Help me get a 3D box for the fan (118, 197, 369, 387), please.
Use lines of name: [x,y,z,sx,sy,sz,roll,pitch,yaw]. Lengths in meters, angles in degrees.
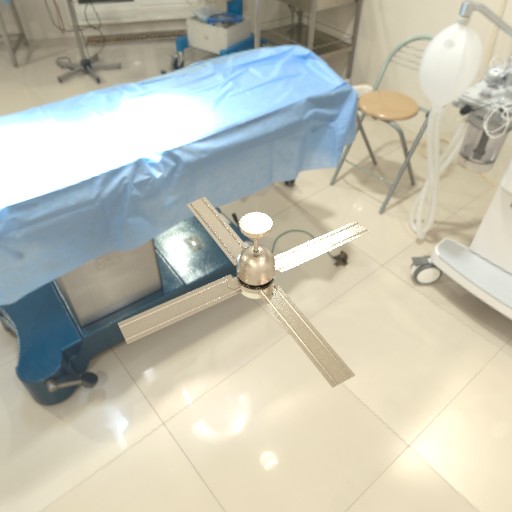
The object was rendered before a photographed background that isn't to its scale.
fan: [0.000,0.000,2.065,1.346,0.406,1.346,-24,50,-22]
